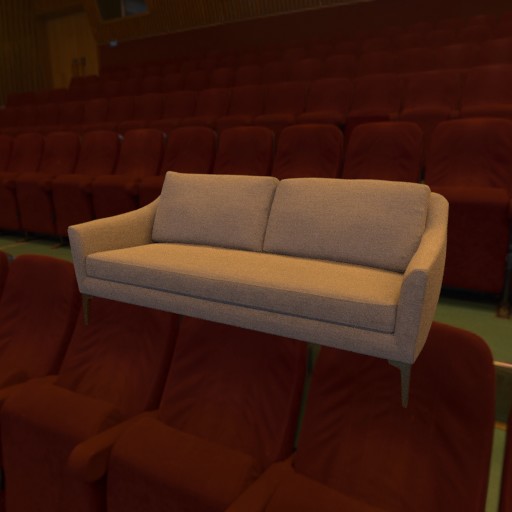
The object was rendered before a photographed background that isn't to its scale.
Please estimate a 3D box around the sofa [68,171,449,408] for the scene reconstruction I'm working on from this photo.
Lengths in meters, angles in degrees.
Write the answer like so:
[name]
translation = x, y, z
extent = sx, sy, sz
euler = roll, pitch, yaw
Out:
[sofa]
translation = 0.000, 0.000, 2.600
extent = 2.036, 0.913, 0.980
euler = 7, 15, 27
